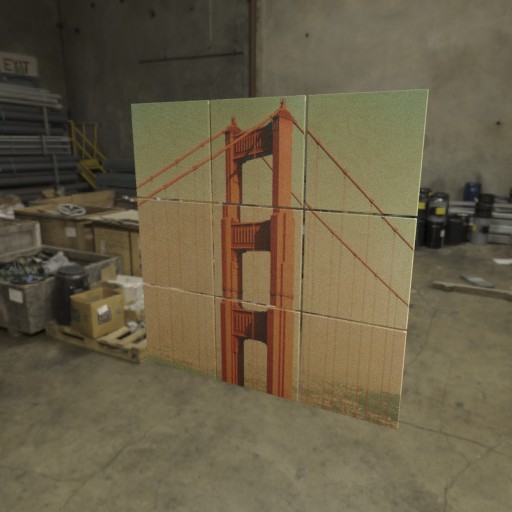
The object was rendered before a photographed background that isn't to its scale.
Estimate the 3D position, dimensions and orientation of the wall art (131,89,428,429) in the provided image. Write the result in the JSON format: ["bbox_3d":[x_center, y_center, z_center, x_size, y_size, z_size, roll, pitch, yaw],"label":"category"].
[{"bbox_3d":[0.000,0.000,1.808,1.214,1.219,0.013,7,16,26],"label":"wall art"}]
